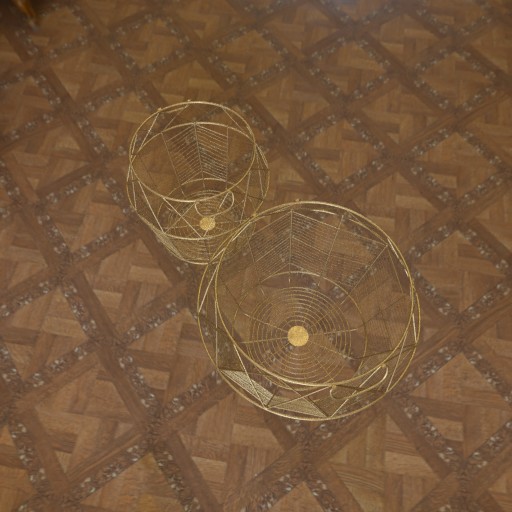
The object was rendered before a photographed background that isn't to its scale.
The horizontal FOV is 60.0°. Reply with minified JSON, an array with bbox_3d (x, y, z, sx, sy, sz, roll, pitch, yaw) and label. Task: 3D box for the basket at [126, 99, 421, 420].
[{"bbox_3d":[0.000,0.000,1.029,0.451,0.343,0.805,-34,68,-15],"label":"basket"}]
